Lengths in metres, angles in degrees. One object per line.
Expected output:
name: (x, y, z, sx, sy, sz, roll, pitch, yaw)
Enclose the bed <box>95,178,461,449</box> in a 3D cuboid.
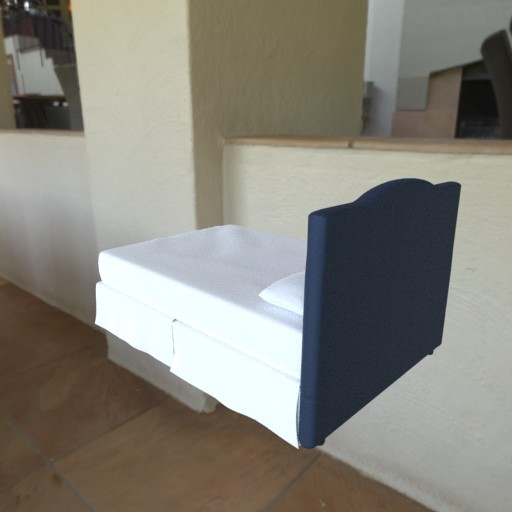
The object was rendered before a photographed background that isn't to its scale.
bed: (0.000, 0.000, 3.630, 2.507, 1.441, 1.741, 15, 22, 42)
